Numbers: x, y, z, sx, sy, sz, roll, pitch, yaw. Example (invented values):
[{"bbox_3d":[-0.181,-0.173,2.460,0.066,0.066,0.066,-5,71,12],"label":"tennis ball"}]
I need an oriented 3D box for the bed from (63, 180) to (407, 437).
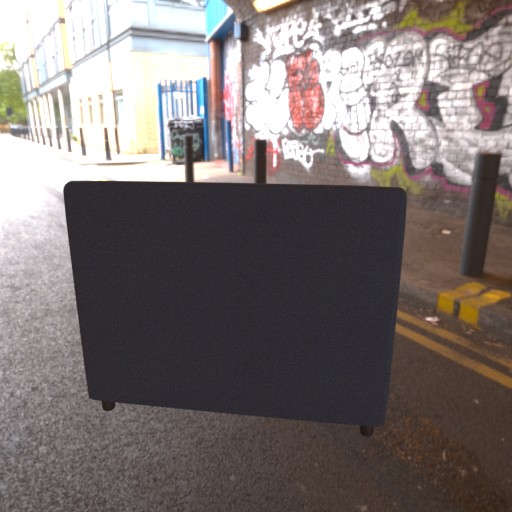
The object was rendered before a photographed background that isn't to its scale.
[{"bbox_3d":[0.000,0.000,3.251,1.713,1.330,2.162,2,17,8],"label":"bed"}]
